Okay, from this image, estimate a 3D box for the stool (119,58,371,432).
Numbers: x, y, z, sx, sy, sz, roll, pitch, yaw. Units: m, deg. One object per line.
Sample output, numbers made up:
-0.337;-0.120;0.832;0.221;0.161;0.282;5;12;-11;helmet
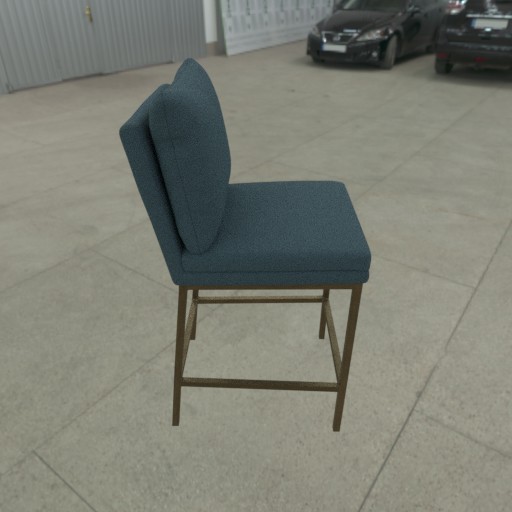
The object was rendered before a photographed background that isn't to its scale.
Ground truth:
0.000;0.000;1.322;0.568;1.032;0.463;0;32;1;stool
